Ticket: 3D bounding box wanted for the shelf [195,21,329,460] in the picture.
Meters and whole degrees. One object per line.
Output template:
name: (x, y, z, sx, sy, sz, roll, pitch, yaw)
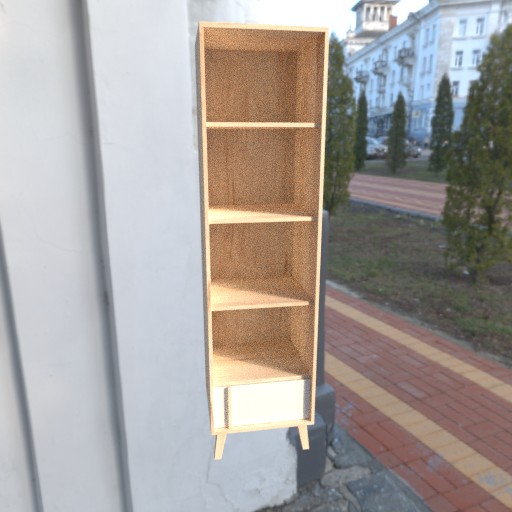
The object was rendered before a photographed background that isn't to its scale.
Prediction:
shelf: (0.000, 0.000, 2.168, 0.510, 1.960, 0.450, -2, 15, -9)
